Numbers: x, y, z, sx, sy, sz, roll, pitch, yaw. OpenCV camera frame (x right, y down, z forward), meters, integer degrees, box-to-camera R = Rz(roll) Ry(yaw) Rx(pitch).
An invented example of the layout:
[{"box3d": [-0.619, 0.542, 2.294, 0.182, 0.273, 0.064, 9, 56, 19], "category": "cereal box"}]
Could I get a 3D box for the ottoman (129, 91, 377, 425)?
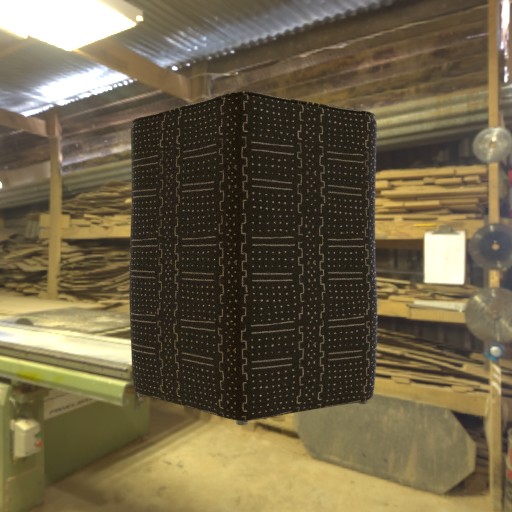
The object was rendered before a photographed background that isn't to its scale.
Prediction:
[{"box3d": [0.000, 0.000, 0.887, 0.494, 0.502, 0.443, 0, 0, 35], "category": "ottoman"}]
